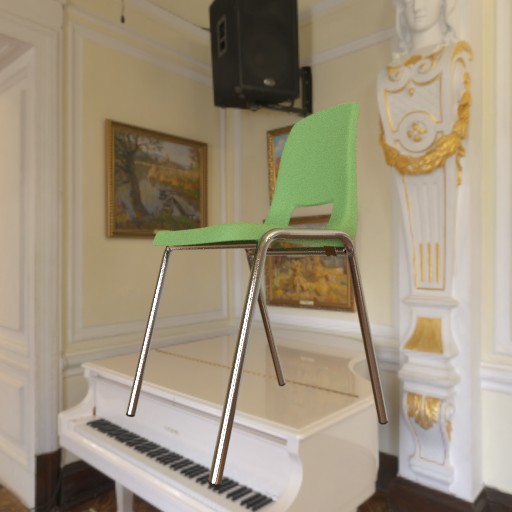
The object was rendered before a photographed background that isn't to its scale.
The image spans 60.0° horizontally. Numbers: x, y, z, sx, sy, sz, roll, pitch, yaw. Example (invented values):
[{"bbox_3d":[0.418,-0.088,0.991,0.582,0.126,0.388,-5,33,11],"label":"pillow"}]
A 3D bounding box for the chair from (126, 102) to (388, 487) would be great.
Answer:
[{"bbox_3d":[0.000,0.000,0.945,0.436,0.704,0.381,0,0,-36],"label":"chair"}]
